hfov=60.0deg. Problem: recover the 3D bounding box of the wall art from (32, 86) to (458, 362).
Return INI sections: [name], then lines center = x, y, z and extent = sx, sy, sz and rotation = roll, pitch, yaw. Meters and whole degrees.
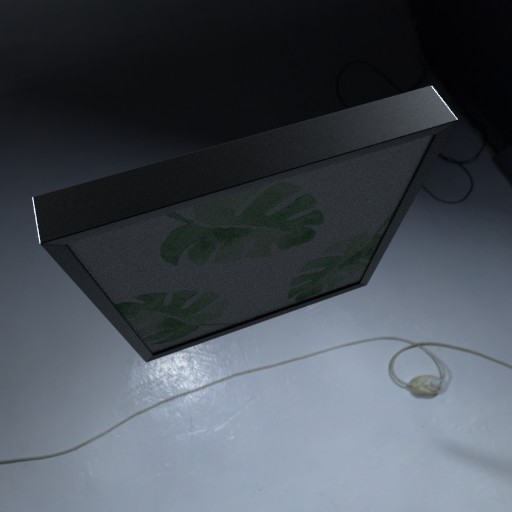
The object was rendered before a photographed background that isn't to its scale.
[wall art]
center = 0.000, 0.000, 0.446
extent = 0.304, 0.304, 0.038
rotation = -18, 64, -9
